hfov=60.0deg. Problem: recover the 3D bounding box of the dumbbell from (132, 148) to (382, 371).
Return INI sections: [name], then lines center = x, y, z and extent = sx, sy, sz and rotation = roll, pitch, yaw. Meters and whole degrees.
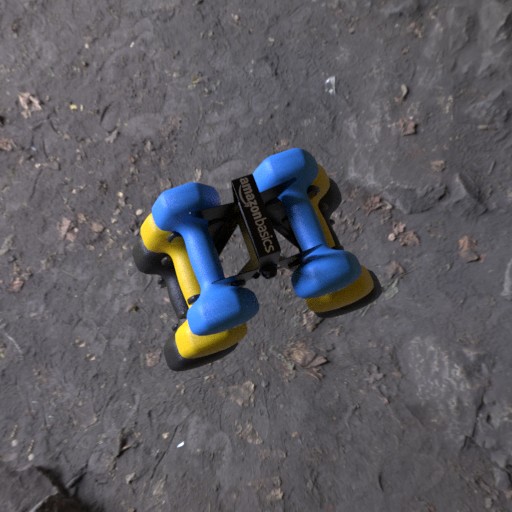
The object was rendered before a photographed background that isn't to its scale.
[dumbbell]
center = 0.000, 0.000, 0.685
extent = 0.409, 0.426, 0.255
rotation = -19, 78, -4
